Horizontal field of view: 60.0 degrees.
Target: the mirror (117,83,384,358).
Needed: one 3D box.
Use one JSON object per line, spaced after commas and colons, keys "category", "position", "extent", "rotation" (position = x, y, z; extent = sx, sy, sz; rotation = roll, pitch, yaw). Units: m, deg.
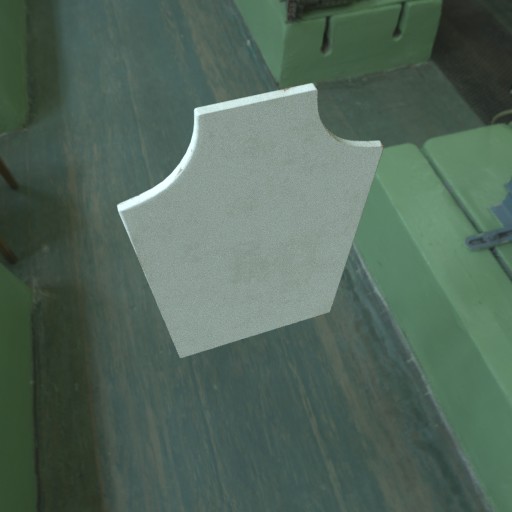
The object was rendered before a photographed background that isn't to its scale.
{"category": "mirror", "position": [0.000, 0.000, 0.837], "extent": [0.403, 0.717, 0.022], "rotation": [-16, 59, -10]}
